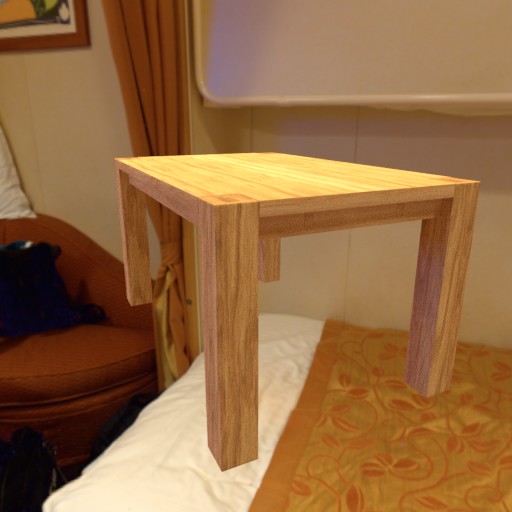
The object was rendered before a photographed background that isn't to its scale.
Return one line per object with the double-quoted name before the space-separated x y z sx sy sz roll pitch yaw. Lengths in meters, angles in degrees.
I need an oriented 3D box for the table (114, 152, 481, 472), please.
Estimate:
"table" 0.000 0.000 1.921 0.900 0.760 1.400 -8 19 -25
